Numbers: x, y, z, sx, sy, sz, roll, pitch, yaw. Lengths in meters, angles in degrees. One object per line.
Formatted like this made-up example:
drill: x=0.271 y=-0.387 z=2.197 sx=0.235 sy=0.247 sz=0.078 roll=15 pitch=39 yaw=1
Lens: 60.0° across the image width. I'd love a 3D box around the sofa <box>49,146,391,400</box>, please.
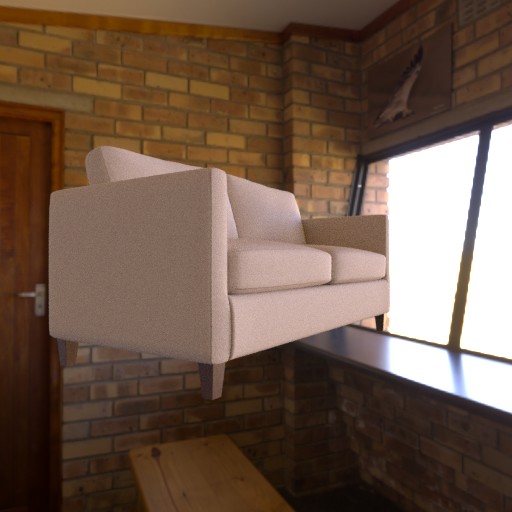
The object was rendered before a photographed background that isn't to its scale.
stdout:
sofa: x=0.000 y=0.000 z=2.226 sx=0.873 sy=0.888 sz=1.722 roll=0 pitch=-1 yaw=34
